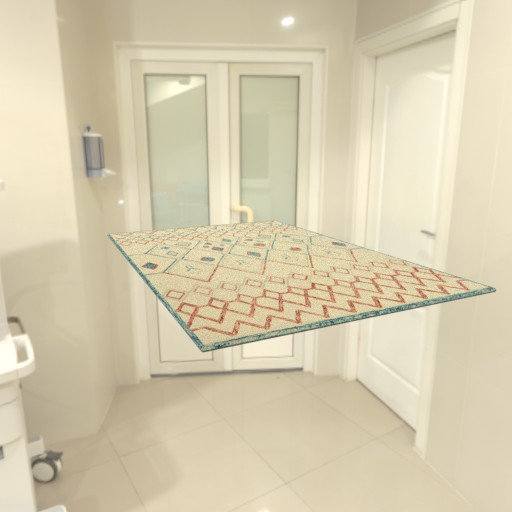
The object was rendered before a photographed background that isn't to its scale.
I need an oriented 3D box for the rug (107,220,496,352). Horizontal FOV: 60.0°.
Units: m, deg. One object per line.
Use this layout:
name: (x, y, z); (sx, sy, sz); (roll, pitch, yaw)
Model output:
rug: (0.000, 0.000, 2.281); (1.219, 0.016, 1.829); (-7, 15, -25)
